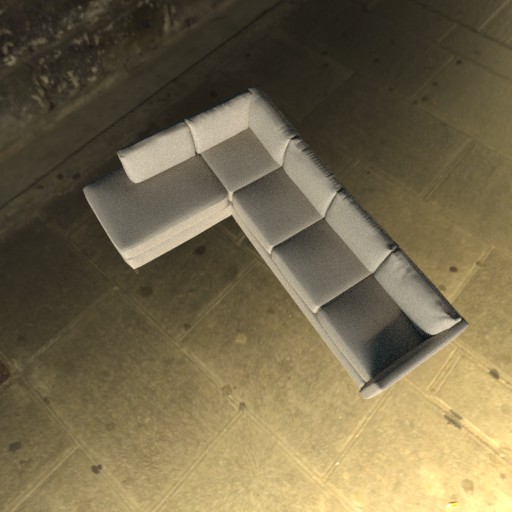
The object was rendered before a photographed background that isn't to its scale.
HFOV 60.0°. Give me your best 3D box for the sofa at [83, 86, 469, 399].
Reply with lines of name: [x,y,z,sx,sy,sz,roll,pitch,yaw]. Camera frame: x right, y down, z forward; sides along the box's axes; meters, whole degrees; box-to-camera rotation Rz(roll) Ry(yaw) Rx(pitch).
sofa: [0.000,0.000,3.145,1.617,0.703,2.423,-30,67,-14]
